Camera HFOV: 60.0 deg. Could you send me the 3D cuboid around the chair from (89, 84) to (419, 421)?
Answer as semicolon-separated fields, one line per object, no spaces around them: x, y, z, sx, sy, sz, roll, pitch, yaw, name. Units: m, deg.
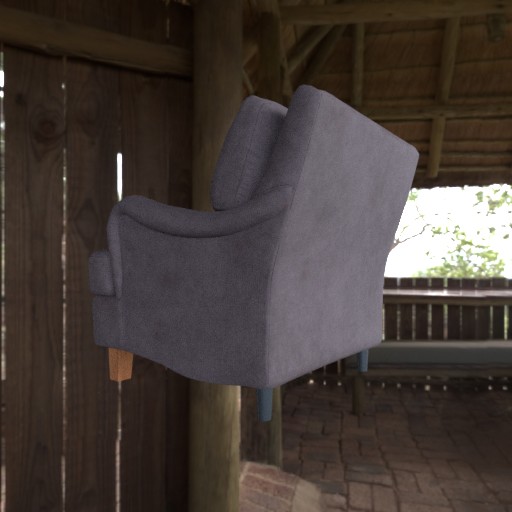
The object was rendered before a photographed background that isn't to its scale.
0.000;0.000;1.823;1.070;0.997;0.955;0;0;37;chair
